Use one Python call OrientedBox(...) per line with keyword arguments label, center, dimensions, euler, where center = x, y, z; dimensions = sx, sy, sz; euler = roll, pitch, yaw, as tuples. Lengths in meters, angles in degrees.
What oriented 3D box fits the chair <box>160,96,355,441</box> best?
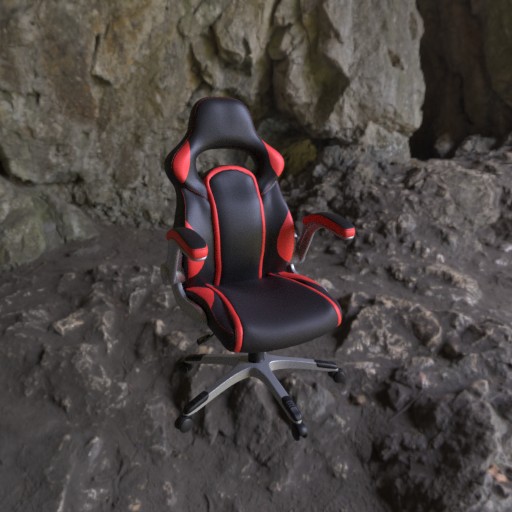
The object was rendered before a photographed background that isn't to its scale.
OrientedBox(label="chair", center=(0.000, 0.000, 1.674), dimensions=(0.758, 1.165, 0.712), euler=(-8, 18, -26))
